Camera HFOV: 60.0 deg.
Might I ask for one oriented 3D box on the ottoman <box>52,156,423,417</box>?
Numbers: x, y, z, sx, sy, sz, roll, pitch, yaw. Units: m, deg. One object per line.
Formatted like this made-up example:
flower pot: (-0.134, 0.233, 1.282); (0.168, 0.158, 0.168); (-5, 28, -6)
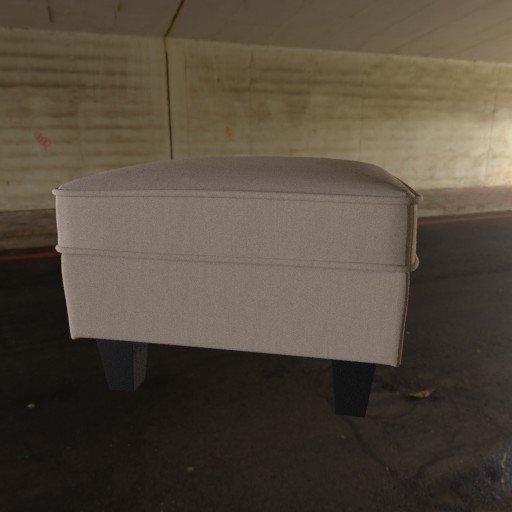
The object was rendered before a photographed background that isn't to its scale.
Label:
ottoman: (0.000, 0.000, 1.011); (0.616, 0.438, 0.613); (3, 15, 10)
